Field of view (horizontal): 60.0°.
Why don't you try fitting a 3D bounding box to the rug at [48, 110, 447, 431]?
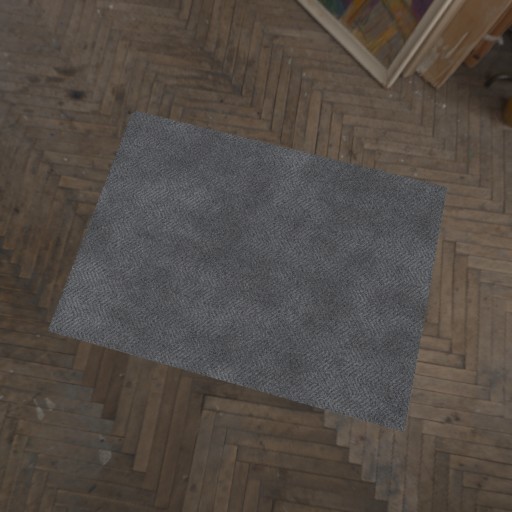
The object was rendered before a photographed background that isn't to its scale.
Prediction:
[{"bbox_3d":[0.000,0.000,2.864,2.235,0.008,1.600,15,76,4],"label":"rug"}]
